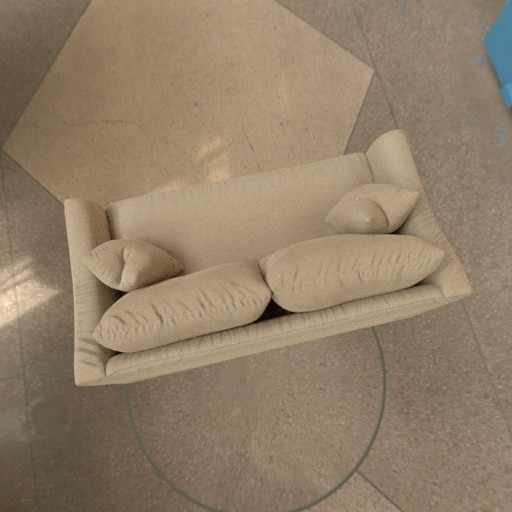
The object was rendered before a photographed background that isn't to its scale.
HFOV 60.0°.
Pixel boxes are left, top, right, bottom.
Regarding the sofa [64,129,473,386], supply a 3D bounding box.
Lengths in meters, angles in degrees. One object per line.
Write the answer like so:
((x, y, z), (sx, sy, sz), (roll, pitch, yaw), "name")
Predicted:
((0.000, 0.000, 2.611), (2.010, 1.018, 1.072), (-12, 75, -3), "sofa")
